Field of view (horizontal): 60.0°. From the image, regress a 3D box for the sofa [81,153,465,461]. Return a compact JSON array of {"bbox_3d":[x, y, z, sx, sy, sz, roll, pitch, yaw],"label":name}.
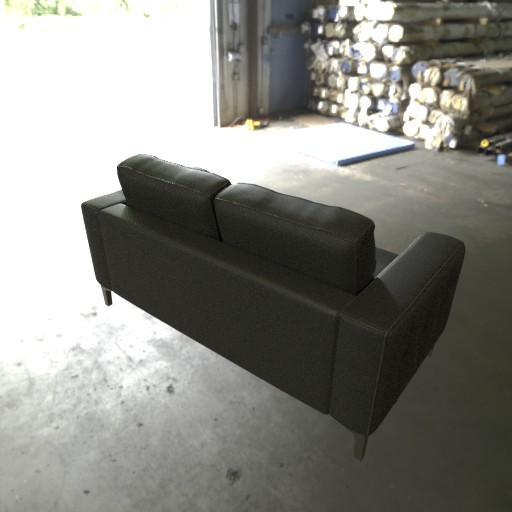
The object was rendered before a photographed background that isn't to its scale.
[{"bbox_3d":[0.000,0.000,2.189,1.726,0.893,0.833,21,36,33],"label":"sofa"}]
